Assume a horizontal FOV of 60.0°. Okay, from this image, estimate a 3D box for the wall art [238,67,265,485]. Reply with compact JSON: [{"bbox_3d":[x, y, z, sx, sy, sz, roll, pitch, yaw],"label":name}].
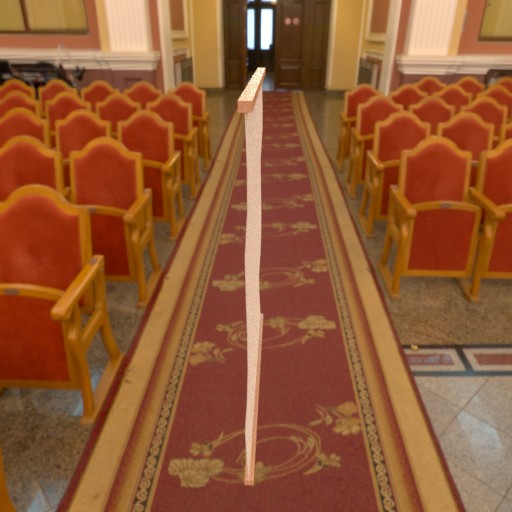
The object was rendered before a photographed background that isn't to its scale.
[{"bbox_3d":[0.000,0.000,0.682,0.013,0.508,0.406,1,27,2],"label":"wall art"}]
